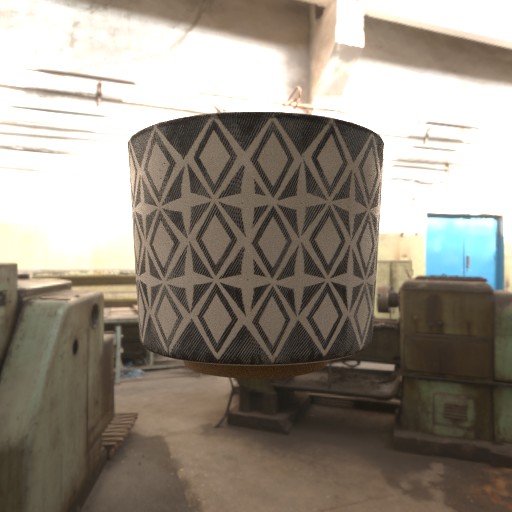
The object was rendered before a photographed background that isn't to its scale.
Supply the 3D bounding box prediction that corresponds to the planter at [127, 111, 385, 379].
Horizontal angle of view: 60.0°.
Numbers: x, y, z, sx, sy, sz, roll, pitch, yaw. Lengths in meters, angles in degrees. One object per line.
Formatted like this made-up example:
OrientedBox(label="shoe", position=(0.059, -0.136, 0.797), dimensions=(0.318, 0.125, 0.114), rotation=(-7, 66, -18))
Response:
OrientedBox(label="planter", position=(0.000, 0.000, 0.466), dimensions=(0.260, 0.220, 0.260), rotation=(0, -1, 0))
